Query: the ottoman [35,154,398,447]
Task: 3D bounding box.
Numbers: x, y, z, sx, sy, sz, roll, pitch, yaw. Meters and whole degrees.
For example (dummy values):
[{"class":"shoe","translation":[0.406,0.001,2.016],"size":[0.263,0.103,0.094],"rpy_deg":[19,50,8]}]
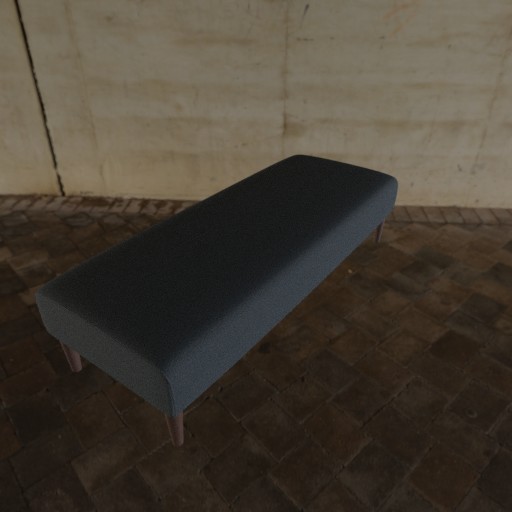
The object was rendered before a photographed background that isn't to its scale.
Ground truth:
[{"class":"ottoman","translation":[0.000,0.000,1.898],"size":[0.646,0.393,1.609],"rpy_deg":[21,38,30]}]
